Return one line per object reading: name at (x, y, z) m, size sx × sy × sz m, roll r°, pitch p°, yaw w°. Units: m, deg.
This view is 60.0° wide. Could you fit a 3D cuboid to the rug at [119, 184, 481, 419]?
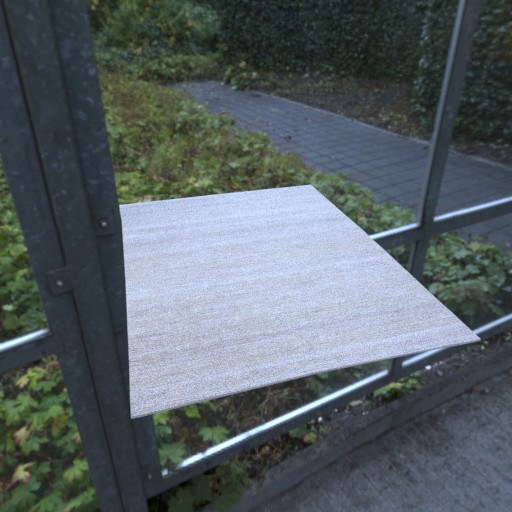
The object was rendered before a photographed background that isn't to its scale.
rug at (0.000, 0.000, 4.240) m, size 2.467 × 0.046 × 3.245 m, roll -8°, pitch 31°, yaw -14°
